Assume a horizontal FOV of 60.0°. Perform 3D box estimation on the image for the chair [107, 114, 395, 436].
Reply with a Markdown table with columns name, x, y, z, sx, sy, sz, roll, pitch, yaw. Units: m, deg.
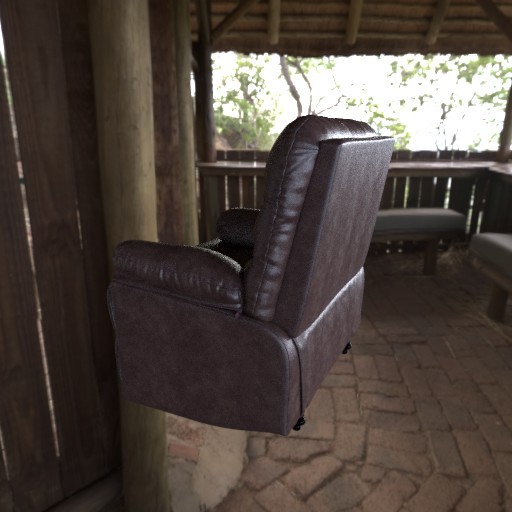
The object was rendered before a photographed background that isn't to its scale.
| name | x | y | z | sx | sy | sz | roll | pitch | yaw |
| --- | --- | --- | --- | --- | --- | --- | --- | --- | --- |
| chair | 0.000 | 0.000 | 1.750 | 0.879 | 1.041 | 0.940 | 8 | 17 | 25 |
